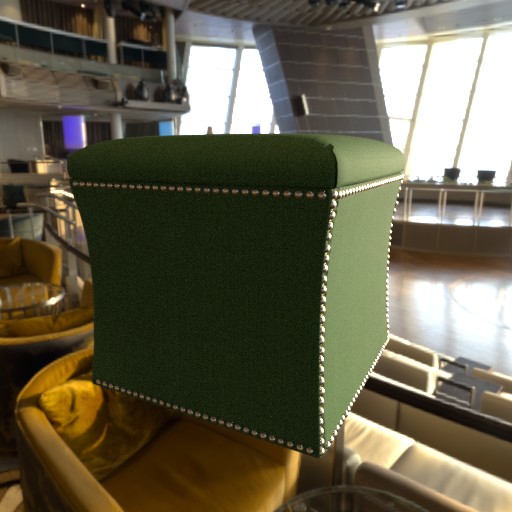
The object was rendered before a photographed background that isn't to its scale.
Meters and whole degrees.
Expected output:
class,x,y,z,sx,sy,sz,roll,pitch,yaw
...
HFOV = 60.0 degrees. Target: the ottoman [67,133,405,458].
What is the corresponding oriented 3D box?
class,x,y,z,sx,sy,sz,roll,pitch,yaw
ottoman,0.000,0.000,0.897,0.497,0.475,0.507,7,15,27
